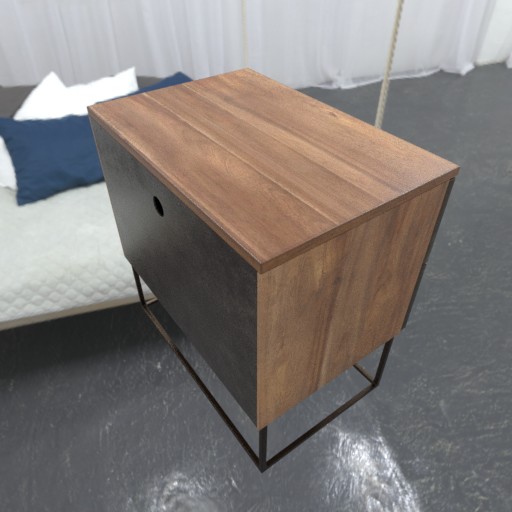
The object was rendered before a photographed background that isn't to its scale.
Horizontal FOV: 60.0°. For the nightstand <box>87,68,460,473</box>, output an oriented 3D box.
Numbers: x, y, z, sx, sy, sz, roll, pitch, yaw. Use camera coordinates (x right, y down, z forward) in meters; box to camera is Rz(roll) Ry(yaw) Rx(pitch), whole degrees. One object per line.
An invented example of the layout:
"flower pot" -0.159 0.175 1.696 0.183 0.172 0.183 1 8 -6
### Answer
"nightstand" 0.000 0.000 1.024 0.427 0.611 0.605 -25 47 -27
